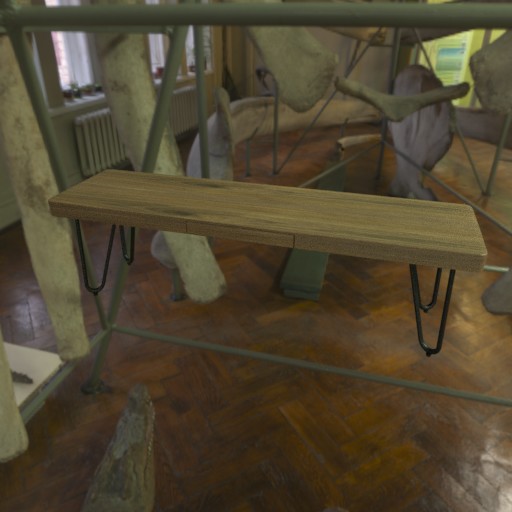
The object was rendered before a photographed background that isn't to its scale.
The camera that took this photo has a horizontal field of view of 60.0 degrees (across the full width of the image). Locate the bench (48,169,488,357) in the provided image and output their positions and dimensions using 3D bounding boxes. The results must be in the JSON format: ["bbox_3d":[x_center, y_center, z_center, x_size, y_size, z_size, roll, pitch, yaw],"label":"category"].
[{"bbox_3d":[0.000,0.000,1.798,1.570,0.462,0.425,8,29,15],"label":"bench"}]
